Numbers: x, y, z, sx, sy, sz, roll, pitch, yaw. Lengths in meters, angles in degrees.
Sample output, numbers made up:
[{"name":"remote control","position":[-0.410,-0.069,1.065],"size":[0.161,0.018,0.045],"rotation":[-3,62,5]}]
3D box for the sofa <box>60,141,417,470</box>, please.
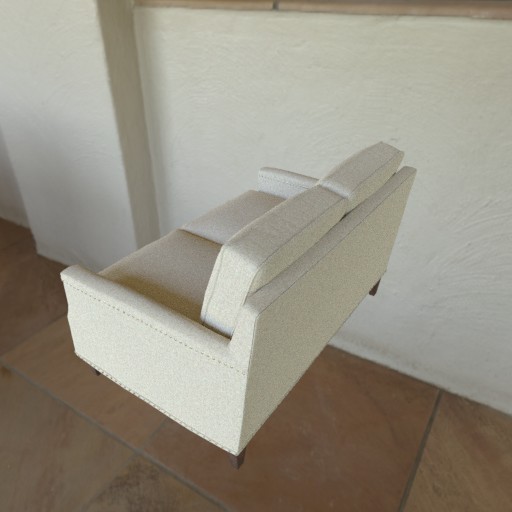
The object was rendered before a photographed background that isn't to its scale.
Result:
[{"name":"sofa","position":[0.000,0.000,2.274],"size":[1.084,1.003,1.597],"rotation":[20,37,29]}]
